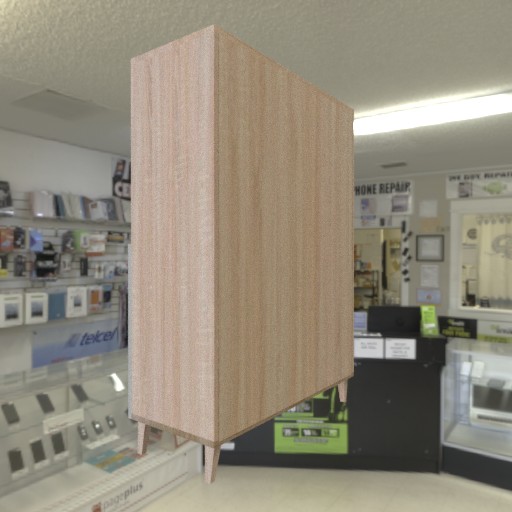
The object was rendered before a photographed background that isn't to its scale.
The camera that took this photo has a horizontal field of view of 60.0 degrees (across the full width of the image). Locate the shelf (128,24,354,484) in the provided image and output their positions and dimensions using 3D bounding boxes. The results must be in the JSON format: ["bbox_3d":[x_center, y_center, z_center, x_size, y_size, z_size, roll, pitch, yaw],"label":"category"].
[{"bbox_3d":[0.000,0.000,1.865,0.434,1.405,0.995,0,0,37],"label":"shelf"}]
